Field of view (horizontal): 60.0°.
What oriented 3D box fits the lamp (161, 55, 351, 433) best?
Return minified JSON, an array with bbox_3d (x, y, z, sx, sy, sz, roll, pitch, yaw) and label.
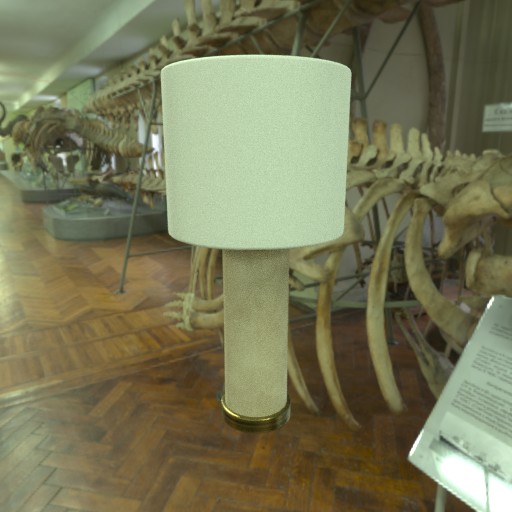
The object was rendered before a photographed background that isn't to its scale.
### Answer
[{"bbox_3d":[0.000,0.000,0.797,0.305,0.634,0.305,7,16,27],"label":"lamp"}]
